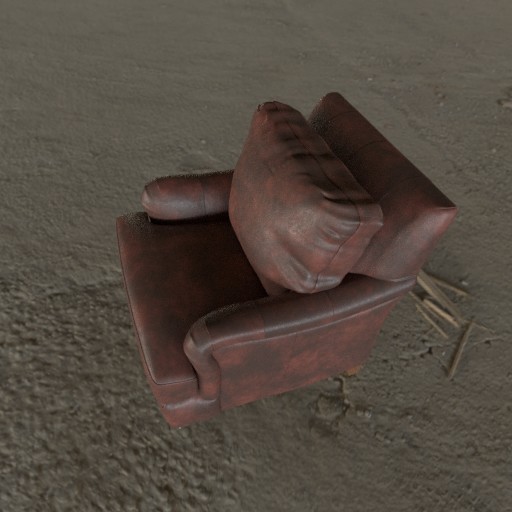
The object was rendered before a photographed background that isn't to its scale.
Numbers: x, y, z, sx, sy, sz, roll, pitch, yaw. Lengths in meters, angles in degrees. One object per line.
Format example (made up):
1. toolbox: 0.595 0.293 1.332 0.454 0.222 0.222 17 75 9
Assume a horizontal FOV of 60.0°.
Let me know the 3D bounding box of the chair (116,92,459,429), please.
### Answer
1. chair: 0.000 0.000 1.965 1.156 1.051 0.987 -15 48 -14
